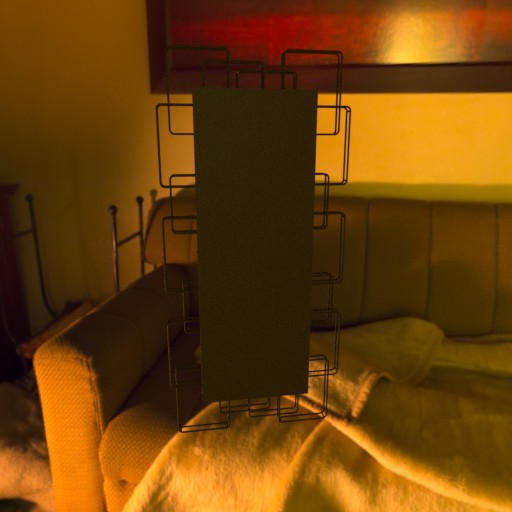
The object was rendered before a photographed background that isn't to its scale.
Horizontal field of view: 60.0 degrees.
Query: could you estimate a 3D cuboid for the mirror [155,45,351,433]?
[{"bbox_3d":[0.000,0.000,1.385,0.565,1.192,0.037,-2,15,-9],"label":"mirror"}]
